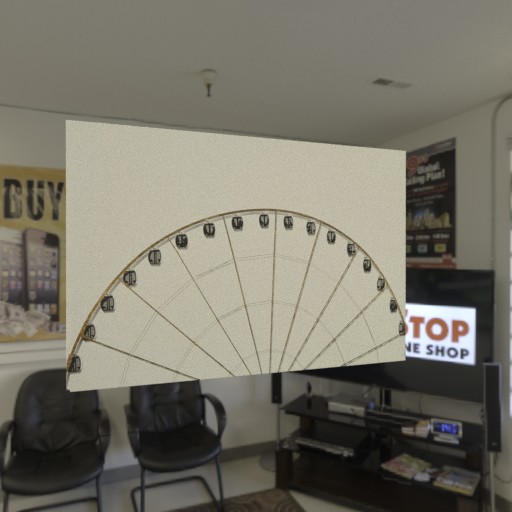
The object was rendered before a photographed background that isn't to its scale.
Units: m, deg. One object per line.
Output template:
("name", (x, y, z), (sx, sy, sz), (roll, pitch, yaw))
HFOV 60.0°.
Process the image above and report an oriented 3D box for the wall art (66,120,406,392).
("wall art", (0.000, 0.000, 1.140), (0.898, 0.601, 0.038), (0, 0, -19))
